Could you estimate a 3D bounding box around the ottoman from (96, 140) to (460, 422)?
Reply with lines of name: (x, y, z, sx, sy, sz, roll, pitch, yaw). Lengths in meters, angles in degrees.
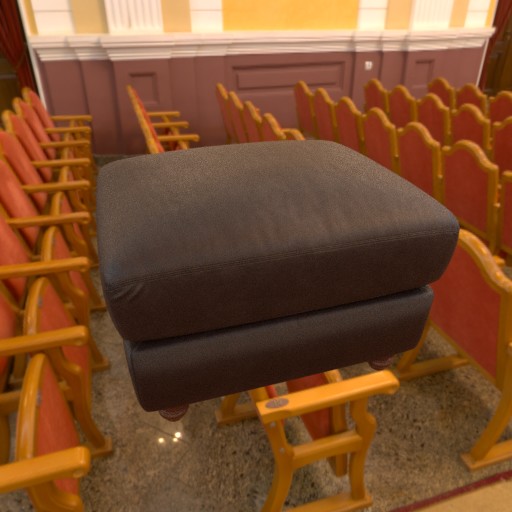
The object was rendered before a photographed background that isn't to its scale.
ottoman: (0.000, 0.000, 1.261, 0.806, 0.569, 0.670, -9, 31, -15)
